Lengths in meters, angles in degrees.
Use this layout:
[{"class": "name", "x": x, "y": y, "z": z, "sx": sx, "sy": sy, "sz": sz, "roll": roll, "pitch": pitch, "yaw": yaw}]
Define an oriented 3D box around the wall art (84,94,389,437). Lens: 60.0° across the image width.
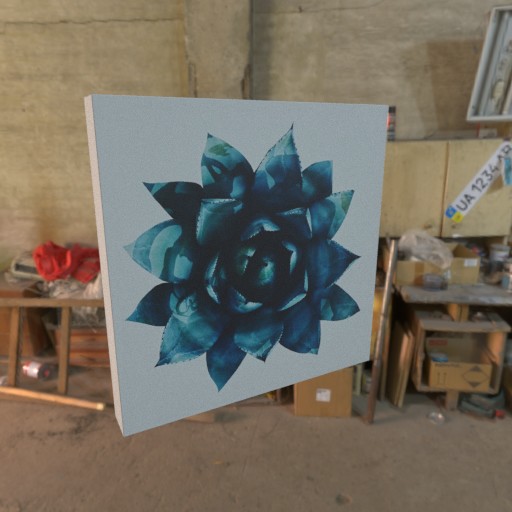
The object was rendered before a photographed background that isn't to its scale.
[{"class": "wall art", "x": 0.000, "y": 0.000, "z": 0.463, "sx": 0.305, "sy": 0.305, "sz": 0.038, "roll": -8, "pitch": 18, "yaw": -27}]
